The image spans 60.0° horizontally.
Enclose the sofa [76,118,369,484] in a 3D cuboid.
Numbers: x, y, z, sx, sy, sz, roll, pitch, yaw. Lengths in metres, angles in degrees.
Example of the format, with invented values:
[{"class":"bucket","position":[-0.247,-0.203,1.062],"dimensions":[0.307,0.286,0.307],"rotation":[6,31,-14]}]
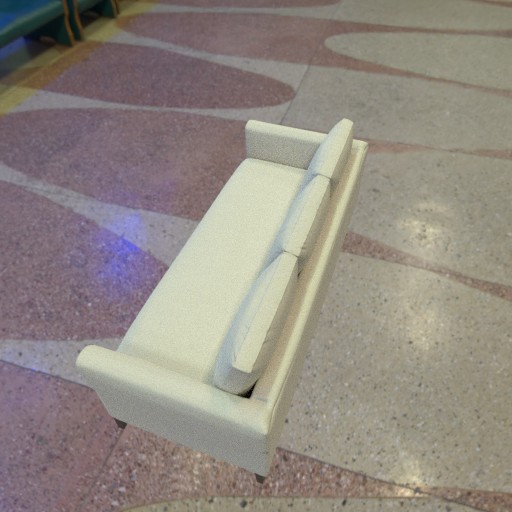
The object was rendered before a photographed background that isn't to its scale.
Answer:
[{"class":"sofa","position":[0.000,0.000,2.673],"dimensions":[0.902,0.911,2.198],"rotation":[15,49,14]}]
